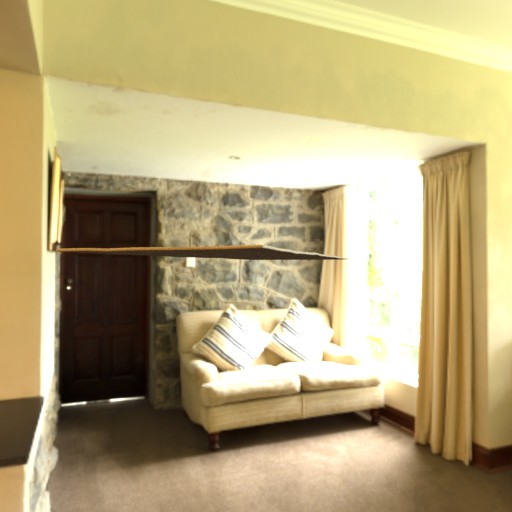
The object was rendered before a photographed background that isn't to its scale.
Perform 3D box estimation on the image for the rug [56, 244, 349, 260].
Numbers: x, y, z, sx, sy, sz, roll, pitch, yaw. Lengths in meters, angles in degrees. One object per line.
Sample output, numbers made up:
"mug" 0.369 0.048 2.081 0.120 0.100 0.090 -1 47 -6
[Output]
"rug" 0.000 0.000 2.707 0.857 0.018 2.383 0 -1 19
